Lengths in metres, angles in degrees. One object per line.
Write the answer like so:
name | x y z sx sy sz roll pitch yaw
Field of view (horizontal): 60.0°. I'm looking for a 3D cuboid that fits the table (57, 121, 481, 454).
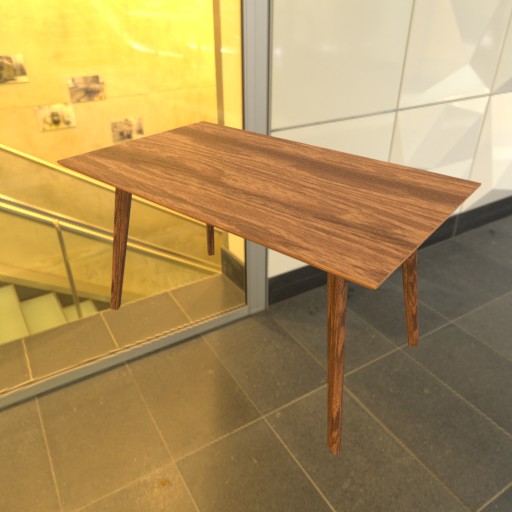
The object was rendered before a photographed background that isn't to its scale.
table | 0.000 0.000 1.810 1.349 0.724 0.801 23 38 33
